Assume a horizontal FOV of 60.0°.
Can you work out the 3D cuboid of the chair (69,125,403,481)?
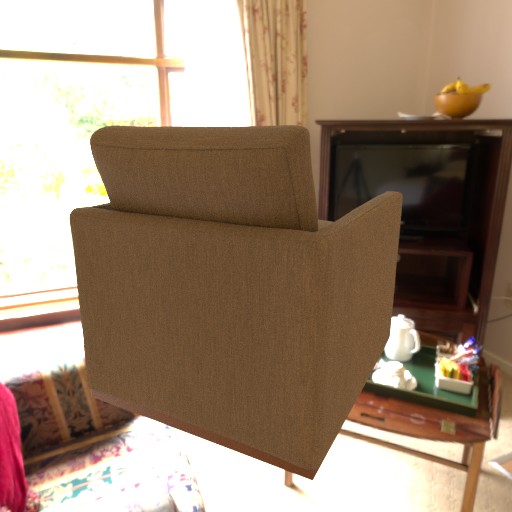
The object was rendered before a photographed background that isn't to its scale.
[{"bbox_3d":[0.000,0.000,1.440,0.763,0.811,0.834,8,18,27],"label":"chair"}]
